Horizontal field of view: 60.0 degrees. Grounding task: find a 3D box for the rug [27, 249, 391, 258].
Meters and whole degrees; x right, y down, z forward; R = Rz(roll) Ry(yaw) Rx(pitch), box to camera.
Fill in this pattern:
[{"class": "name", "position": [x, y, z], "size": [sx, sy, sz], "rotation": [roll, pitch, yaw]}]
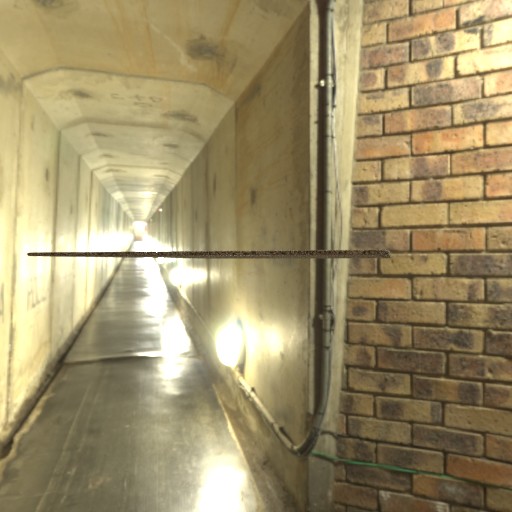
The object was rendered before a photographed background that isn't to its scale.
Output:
[{"class": "rug", "position": [0.000, 0.000, 4.189], "size": [2.438, 0.029, 3.047], "rotation": [0, -1, 17]}]
